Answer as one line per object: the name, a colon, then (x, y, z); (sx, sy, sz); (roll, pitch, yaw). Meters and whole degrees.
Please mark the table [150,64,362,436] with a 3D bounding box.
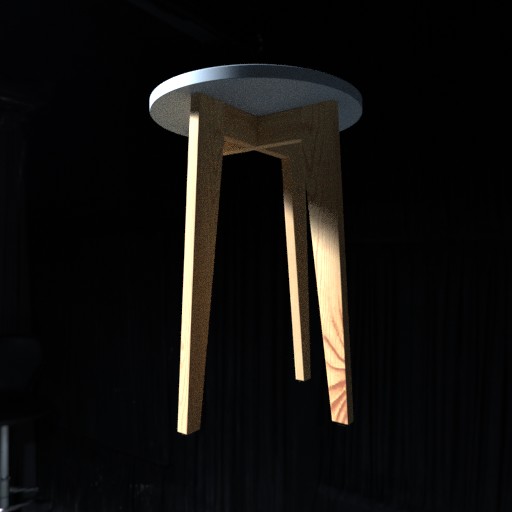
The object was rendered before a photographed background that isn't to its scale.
table: (0.000, 0.000, 0.752); (0.350, 0.500, 0.350); (0, 0, 0)
